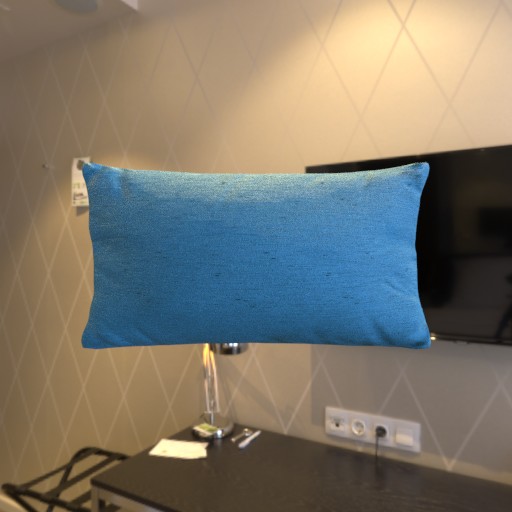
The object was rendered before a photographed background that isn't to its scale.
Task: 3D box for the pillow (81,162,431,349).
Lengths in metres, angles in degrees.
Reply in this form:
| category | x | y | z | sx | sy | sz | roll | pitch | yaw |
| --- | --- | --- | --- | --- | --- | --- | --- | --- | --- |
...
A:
| category | x | y | z | sx | sy | sz | roll | pitch | yaw |
| --- | --- | --- | --- | --- | --- | --- | --- | --- | --- |
| pillow | 0.000 | 0.000 | 0.797 | 0.633 | 0.338 | 0.210 | 0 | 0 | 0 |
